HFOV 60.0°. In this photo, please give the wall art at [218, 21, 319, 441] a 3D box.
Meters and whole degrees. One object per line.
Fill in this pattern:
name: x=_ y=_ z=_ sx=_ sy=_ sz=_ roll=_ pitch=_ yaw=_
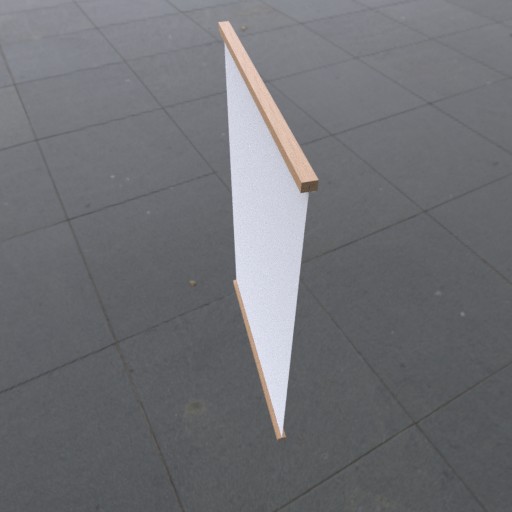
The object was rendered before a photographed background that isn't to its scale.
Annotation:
wall art: x=0.000 y=0.000 z=0.754 sx=0.016 sy=0.611 sz=0.401 roll=-10 pitch=48 yaw=-10
